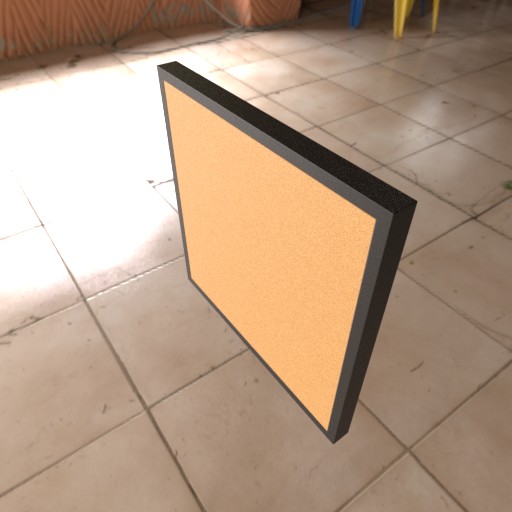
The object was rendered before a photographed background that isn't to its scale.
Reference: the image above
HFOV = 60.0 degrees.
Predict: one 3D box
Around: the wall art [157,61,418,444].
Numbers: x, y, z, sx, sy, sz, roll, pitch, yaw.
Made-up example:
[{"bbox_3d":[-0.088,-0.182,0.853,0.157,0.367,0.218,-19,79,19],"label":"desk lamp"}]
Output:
[{"bbox_3d":[0.000,0.000,0.765,0.037,0.506,0.506,-27,49,-26],"label":"wall art"}]
